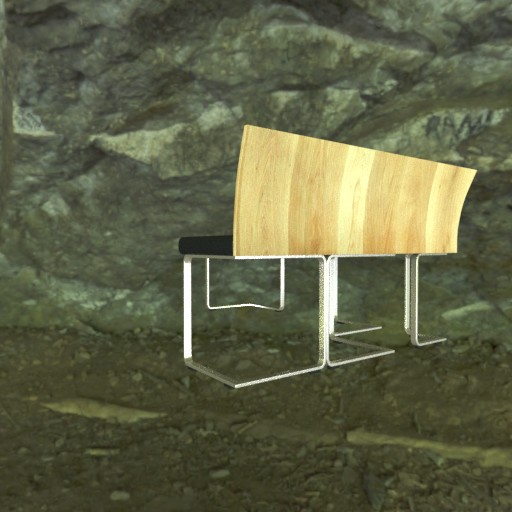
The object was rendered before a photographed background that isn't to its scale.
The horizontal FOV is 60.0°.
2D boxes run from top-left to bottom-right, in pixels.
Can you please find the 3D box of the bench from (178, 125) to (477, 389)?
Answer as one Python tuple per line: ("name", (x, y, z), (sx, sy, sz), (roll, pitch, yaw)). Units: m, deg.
("bench", (0.000, 0.000, 2.714), (1.495, 0.930, 1.945), (-1, 2, -36))
